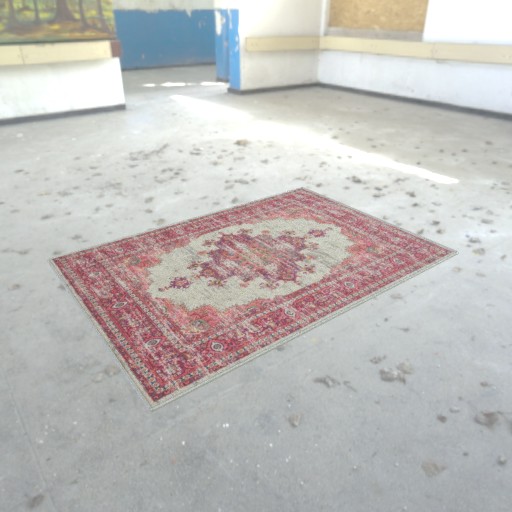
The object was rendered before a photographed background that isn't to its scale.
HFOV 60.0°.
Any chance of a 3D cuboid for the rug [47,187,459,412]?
[{"bbox_3d":[0.000,0.000,2.280,1.747,0.011,1.217,-20,35,-32],"label":"rug"}]
